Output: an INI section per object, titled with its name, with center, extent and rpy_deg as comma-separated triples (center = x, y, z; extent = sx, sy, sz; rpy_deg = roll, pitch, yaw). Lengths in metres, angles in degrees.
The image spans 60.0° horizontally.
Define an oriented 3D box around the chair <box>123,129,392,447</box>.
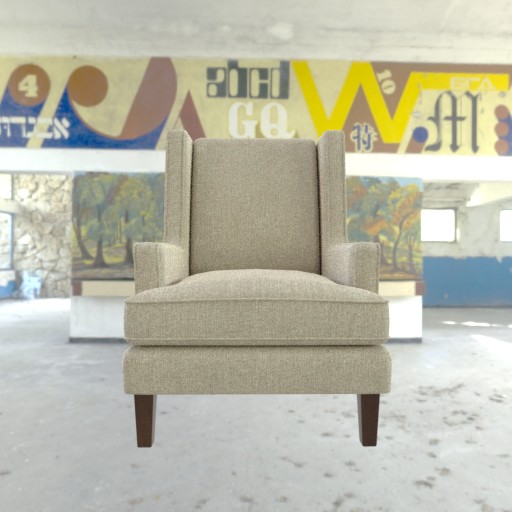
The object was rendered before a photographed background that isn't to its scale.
[chair]
center = 0.000, 0.000, 1.685
extent = 0.764, 1.082, 0.948
rpy_deg = 0, 0, -1
